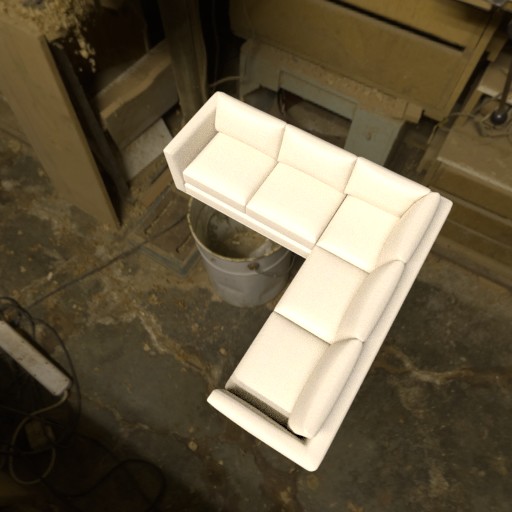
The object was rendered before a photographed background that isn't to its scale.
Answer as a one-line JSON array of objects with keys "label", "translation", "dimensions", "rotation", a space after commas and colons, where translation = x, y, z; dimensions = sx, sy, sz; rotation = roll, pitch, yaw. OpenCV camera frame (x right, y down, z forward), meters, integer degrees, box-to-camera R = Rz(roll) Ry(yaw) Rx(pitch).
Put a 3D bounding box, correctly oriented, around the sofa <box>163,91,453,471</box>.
[{"label": "sofa", "translation": [0.000, 0.000, 3.796], "dimensions": [2.430, 0.867, 2.448], "rotation": [29, 67, 14]}]
